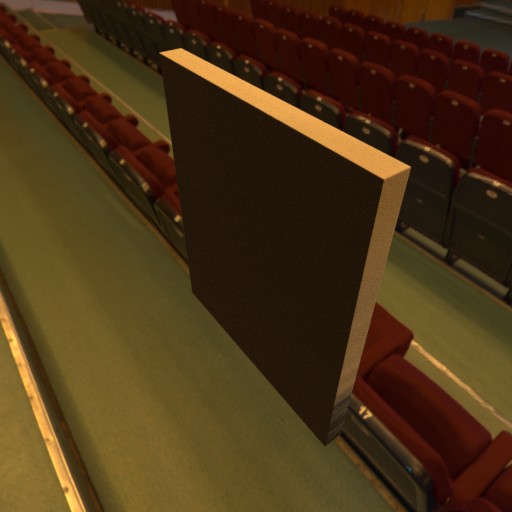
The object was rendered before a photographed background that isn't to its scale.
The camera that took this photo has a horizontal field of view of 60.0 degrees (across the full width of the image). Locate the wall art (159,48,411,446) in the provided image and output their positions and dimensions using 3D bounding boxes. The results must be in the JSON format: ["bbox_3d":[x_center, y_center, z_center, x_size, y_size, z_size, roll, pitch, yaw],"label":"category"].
[{"bbox_3d":[0.000,0.000,0.701,0.037,0.511,0.435,-26,48,-26],"label":"wall art"}]
